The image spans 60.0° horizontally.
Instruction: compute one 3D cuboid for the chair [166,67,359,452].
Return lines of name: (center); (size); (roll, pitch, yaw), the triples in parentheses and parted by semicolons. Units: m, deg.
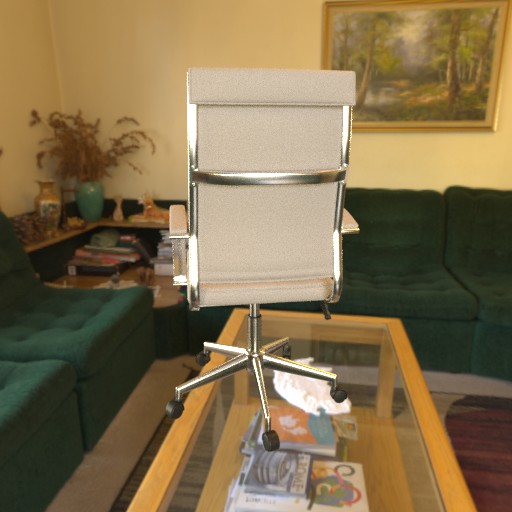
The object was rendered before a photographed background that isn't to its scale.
chair: (0.000, 0.000, 1.567); (0.679, 1.149, 0.667); (-2, 15, -8)
